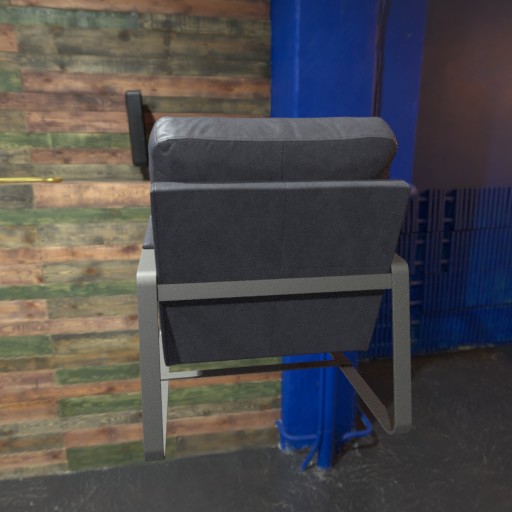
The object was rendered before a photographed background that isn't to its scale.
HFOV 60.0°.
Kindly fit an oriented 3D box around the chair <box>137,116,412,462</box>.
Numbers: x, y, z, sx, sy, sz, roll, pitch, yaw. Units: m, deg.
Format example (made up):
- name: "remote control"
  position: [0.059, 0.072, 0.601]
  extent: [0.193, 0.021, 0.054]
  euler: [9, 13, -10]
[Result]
- name: "chair"
  position: [0.000, 0.000, 1.451]
  extent: [0.692, 0.839, 0.878]
  euler: [-2, 14, -9]
